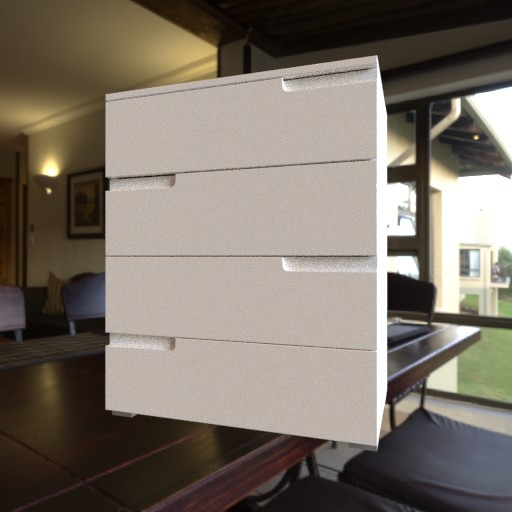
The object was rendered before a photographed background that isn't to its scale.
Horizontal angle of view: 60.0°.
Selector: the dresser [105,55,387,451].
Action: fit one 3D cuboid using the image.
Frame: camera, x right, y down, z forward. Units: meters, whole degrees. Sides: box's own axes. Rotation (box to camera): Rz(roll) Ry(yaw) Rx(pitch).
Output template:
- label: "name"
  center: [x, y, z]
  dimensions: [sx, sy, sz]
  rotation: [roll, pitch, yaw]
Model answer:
- label: "dresser"
  center: [0.000, 0.000, 1.179]
  dimensions: [0.650, 0.800, 0.400]
  rotation: [0, 0, 19]
